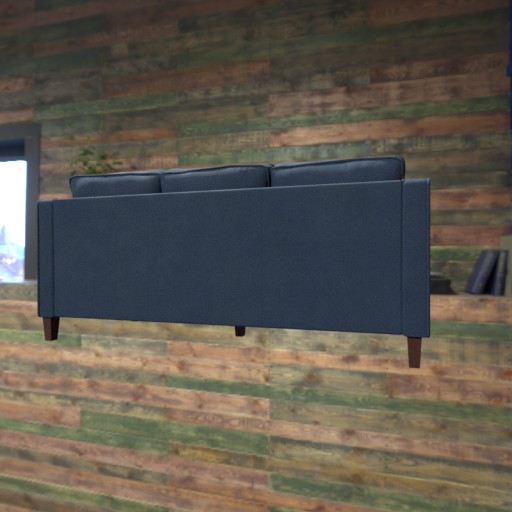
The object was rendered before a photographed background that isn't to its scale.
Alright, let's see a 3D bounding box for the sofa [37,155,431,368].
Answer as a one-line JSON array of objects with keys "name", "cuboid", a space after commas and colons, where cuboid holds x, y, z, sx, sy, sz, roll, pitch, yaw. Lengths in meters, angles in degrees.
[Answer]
[{"name": "sofa", "cuboid": [0.000, 0.000, 3.269, 2.317, 1.066, 1.858, 0, 0, 19]}]
